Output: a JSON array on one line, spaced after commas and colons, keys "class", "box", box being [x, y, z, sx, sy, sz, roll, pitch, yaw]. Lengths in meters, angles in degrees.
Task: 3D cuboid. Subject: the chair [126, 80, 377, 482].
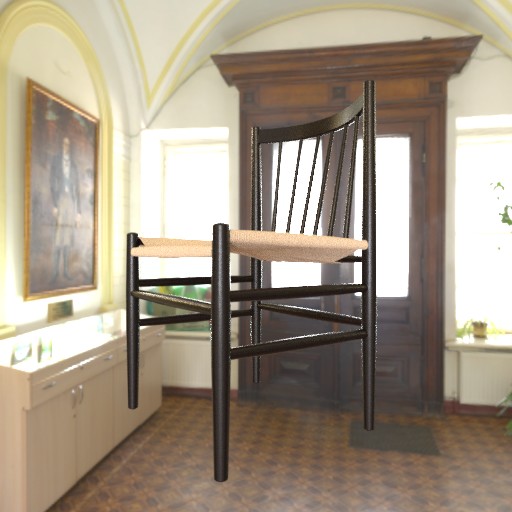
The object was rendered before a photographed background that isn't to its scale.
[{"class": "chair", "box": [0.000, 0.000, 1.131, 0.516, 0.818, 0.495, 0, 0, -35]}]
